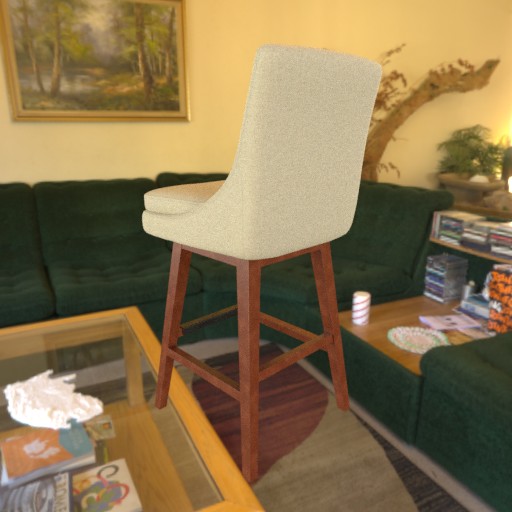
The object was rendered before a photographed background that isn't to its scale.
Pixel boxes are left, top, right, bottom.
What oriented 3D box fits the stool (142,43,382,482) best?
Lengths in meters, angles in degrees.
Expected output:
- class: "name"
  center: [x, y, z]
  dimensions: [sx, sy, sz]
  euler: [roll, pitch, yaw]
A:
- class: "stool"
  center: [0.000, 0.000, 1.350]
  dimensions: [0.470, 1.092, 0.559]
  euler: [-16, 23, -42]
